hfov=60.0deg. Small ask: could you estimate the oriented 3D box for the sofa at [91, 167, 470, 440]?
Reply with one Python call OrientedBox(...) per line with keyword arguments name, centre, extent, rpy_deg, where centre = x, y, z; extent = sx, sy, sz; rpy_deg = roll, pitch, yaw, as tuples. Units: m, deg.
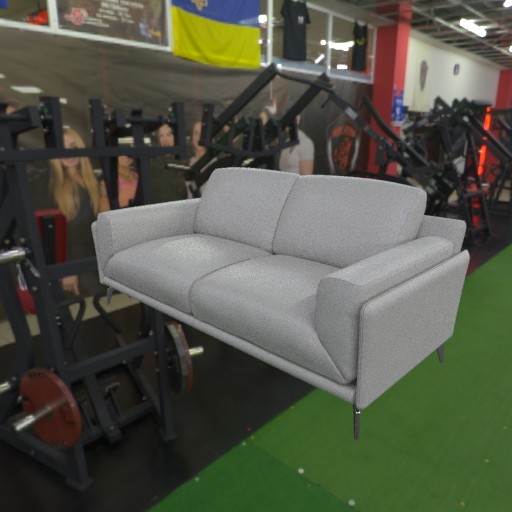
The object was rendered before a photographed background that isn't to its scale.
OrientedBox(name="sofa", centre=(0.000, 0.000, 2.645), extent=(2.101, 0.930, 1.049), rpy_deg=(15, 22, 42))
